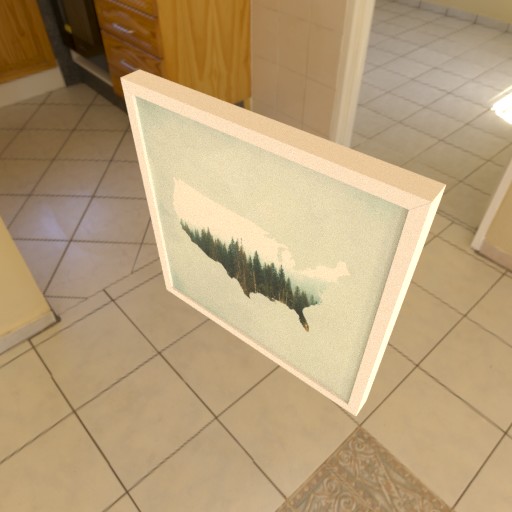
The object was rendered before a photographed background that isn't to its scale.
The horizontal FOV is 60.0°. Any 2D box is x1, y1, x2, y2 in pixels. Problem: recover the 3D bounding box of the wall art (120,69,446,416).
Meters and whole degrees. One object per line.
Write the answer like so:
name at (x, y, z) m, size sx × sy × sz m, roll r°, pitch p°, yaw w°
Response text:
wall art at (0.000, 0.000, 0.464) m, size 0.304 × 0.304 × 0.024 m, roll 29°, pitch 52°, yaw 26°
